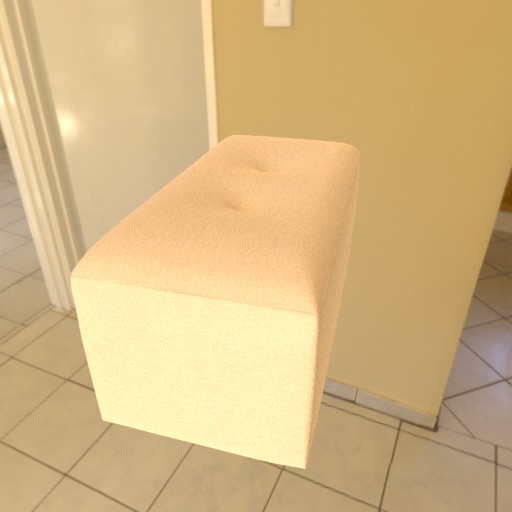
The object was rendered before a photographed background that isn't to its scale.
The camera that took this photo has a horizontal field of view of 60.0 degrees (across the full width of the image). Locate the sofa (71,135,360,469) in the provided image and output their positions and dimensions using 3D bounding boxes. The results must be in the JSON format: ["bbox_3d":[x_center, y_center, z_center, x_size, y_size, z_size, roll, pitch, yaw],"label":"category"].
[{"bbox_3d":[0.000,0.000,1.218,0.480,0.470,0.930,8,31,14],"label":"sofa"}]
